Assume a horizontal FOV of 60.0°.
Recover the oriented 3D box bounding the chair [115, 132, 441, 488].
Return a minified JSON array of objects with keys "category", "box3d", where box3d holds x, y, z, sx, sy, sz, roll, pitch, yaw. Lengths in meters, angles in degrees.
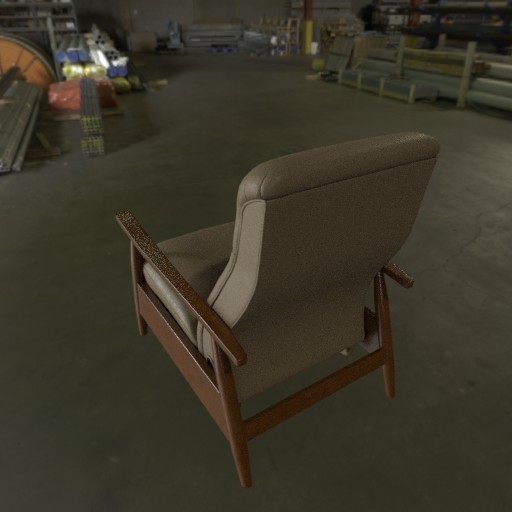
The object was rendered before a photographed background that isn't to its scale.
[{"category":"chair","box3d":[0.000,0.000,1.726,0.762,1.082,1.014,-18,34,-29]}]
